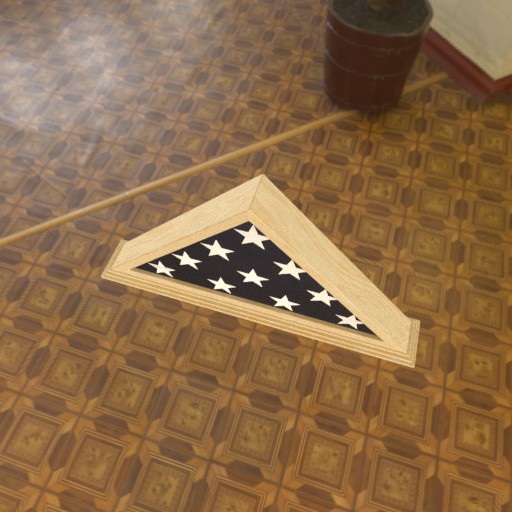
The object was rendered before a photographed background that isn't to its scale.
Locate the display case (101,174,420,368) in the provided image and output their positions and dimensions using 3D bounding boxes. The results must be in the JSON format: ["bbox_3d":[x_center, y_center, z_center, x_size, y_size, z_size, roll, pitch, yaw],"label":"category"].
[{"bbox_3d":[0.000,0.000,0.746,0.640,0.340,0.095,15,60,9],"label":"display case"}]
